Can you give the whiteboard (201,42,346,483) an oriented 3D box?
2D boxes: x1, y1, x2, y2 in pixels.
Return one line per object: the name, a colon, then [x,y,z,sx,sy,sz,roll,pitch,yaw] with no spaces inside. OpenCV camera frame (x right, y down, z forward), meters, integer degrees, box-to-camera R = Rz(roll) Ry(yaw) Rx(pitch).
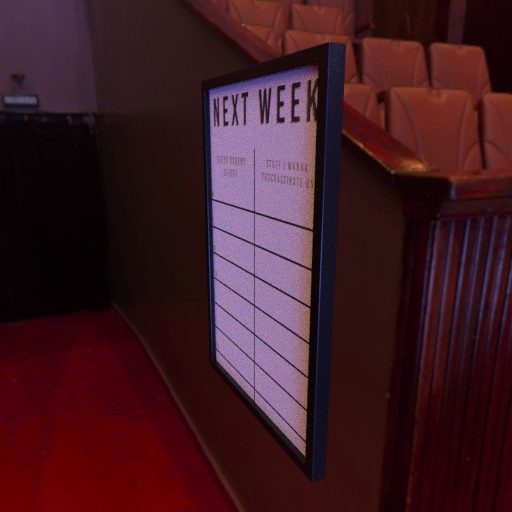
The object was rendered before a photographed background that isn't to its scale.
whiteboard: [0.000,0.000,0.767,0.026,0.611,0.406,-8,17,-27]
